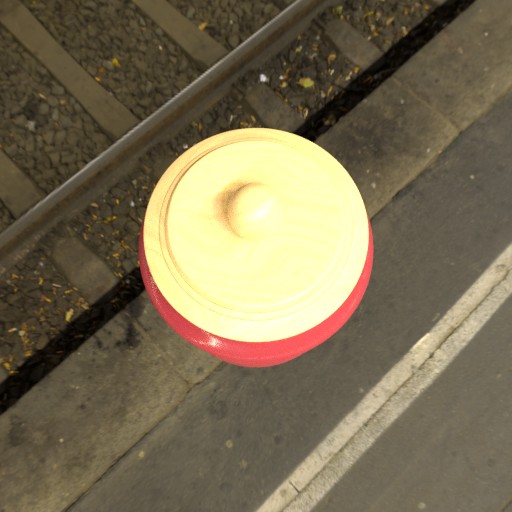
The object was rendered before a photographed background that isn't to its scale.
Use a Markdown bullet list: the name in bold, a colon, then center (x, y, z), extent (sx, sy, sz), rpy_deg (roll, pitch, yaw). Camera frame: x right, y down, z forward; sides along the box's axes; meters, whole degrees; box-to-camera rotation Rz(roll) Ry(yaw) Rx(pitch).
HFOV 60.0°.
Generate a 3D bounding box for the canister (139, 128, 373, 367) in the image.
- **canister**: center (0.000, 0.000, 0.273), extent (0.130, 0.176, 0.130), rpy_deg (0, 74, 0)
